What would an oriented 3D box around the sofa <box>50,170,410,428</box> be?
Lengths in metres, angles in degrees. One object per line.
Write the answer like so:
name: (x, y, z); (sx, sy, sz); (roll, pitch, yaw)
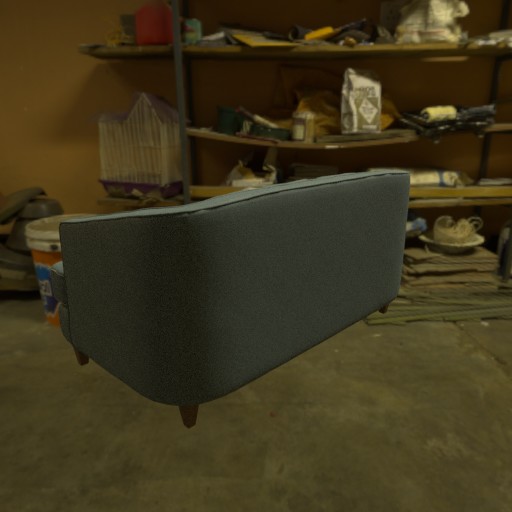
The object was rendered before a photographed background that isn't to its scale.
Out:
sofa: (0.000, 0.000, 2.245); (0.941, 0.855, 1.733); (16, 23, 42)
